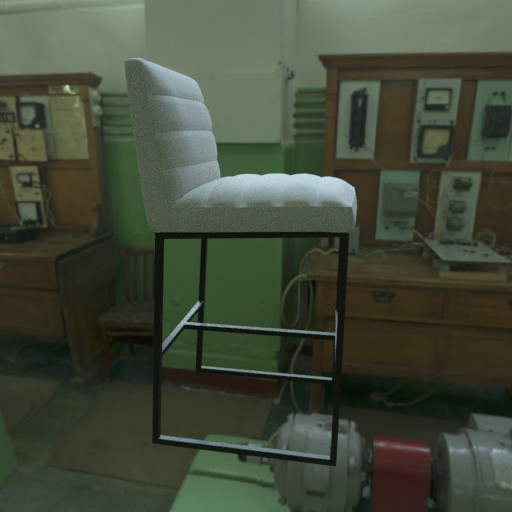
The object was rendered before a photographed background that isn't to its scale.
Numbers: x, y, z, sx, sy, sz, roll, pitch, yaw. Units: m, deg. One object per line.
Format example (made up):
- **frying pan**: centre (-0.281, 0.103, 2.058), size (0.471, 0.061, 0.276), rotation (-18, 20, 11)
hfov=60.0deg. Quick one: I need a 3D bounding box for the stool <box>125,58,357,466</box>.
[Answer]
- **stool**: centre (0.000, 0.000, 1.336), size (0.573, 1.061, 0.464), rotation (3, 15, 10)
